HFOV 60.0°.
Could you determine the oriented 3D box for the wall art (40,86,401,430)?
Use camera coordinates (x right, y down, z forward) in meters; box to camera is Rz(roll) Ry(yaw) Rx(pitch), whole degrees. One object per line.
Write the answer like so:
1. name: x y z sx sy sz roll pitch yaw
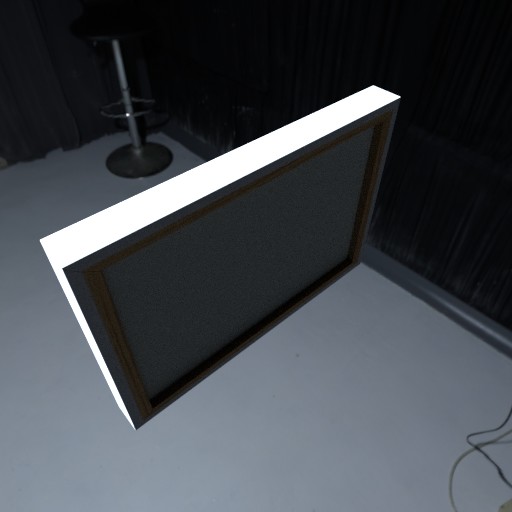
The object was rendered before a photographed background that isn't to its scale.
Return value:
1. wall art: 0.000 0.000 0.489 0.381 0.259 0.038 -32 53 -28
